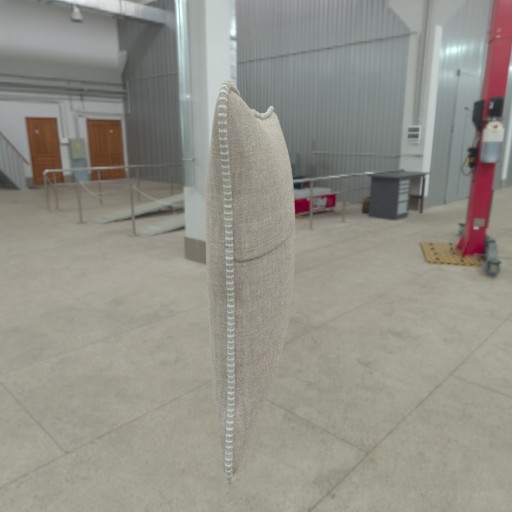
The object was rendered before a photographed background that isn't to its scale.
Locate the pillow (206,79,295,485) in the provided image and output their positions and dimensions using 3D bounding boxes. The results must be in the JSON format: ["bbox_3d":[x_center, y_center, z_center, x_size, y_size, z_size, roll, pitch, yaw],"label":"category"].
[{"bbox_3d":[0.000,0.000,0.726,0.124,0.494,0.485,2,15,8],"label":"pillow"}]
